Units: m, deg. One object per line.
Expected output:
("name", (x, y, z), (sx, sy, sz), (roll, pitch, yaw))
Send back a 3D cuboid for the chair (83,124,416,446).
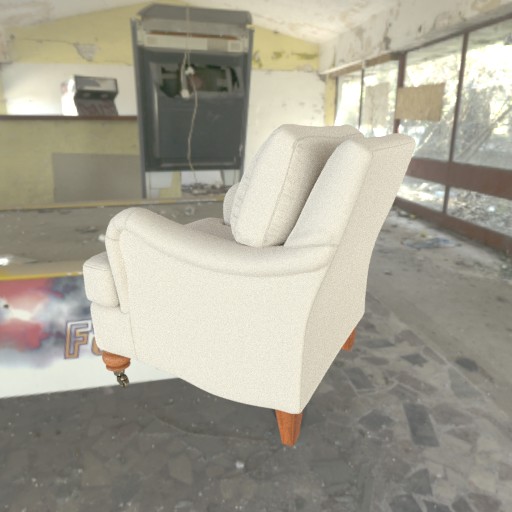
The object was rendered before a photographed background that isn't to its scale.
("chair", (0.000, 0.000, 1.822), (1.070, 1.038, 0.955), (8, 18, 25))
